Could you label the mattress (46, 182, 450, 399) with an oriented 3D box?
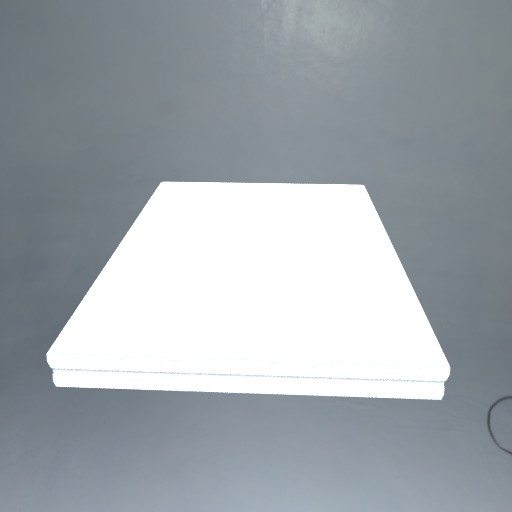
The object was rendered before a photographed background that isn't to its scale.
[{"bbox_3d":[0.000,0.000,2.647,1.600,0.200,2.000,1,29,2],"label":"mattress"}]
